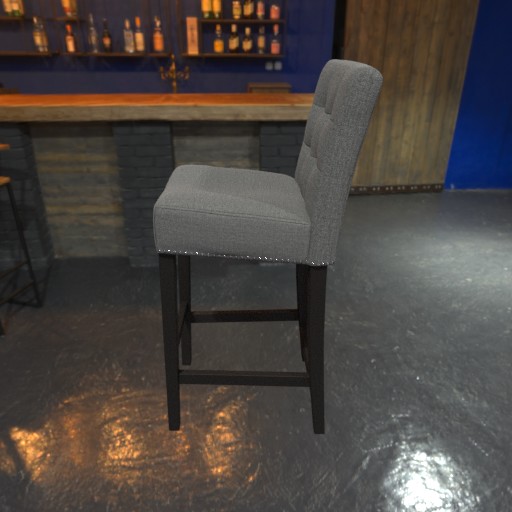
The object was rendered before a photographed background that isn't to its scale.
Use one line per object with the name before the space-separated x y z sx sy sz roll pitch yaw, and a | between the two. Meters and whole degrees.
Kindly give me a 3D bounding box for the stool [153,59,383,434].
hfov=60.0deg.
stool | 0.000 0.000 1.304 0.548 1.047 0.411 -1 26 -1
